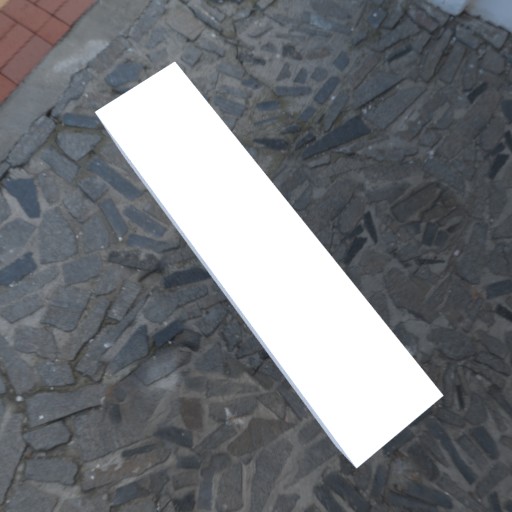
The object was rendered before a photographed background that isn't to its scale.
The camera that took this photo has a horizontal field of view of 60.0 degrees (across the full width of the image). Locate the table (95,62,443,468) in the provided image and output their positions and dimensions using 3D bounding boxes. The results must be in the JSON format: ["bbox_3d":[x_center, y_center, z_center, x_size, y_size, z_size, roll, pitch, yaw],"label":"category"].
[{"bbox_3d":[0.000,0.000,1.863,0.390,0.420,1.650,-36,79,-8],"label":"table"}]
